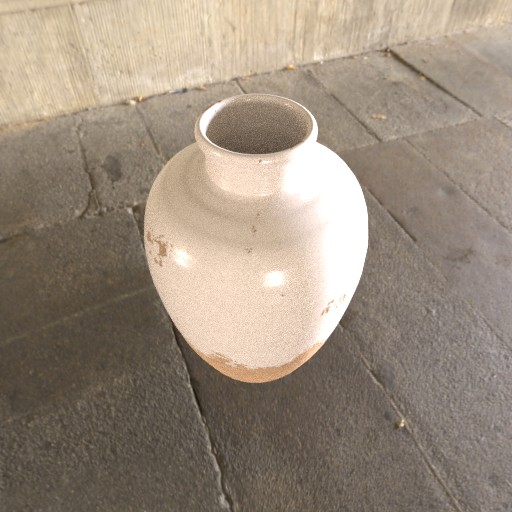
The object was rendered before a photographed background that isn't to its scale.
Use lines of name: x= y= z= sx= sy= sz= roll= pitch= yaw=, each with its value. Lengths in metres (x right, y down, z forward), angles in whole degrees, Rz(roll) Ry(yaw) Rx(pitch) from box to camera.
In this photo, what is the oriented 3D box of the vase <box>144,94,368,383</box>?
vase: x=0.000 y=0.000 z=0.339 sx=0.158 sy=0.228 sz=0.158 roll=0 pitch=48 yaw=0
